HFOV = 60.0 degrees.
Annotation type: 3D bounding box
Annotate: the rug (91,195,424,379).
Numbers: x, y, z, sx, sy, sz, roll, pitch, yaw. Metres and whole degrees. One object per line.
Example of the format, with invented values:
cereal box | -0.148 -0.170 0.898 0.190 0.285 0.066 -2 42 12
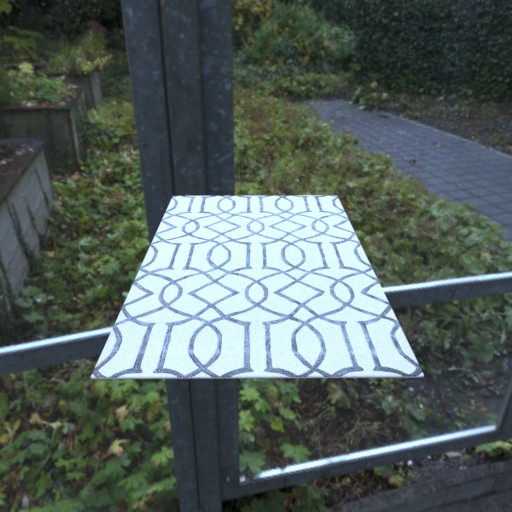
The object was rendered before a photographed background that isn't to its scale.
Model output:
rug | 0.000 0.000 3.057 1.521 0.017 2.365 0 28 0
